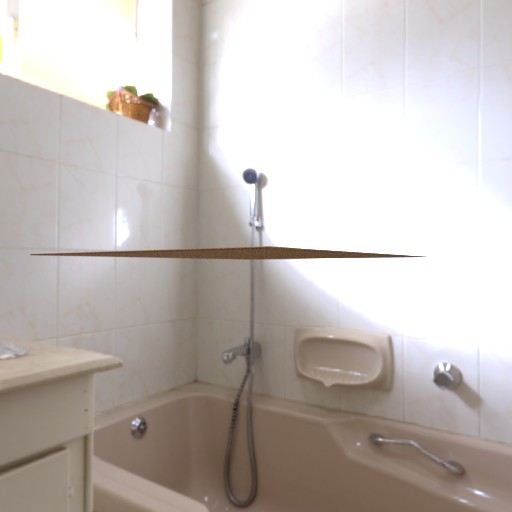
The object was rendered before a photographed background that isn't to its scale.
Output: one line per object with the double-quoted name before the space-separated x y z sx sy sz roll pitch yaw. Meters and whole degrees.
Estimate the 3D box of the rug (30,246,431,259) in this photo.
"rug" 0.000 0.000 4.171 2.439 0.013 3.048 -1 -2 36
